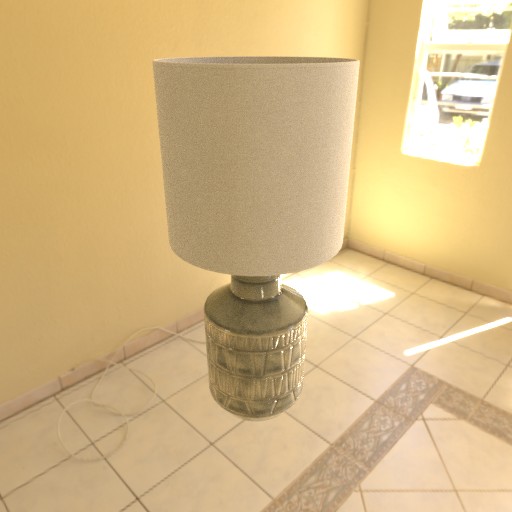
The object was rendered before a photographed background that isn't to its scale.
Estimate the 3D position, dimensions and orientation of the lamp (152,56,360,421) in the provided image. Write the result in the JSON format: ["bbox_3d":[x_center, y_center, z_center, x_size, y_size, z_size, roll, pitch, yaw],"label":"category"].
[{"bbox_3d":[0.000,0.000,0.560,0.211,0.455,0.211,17,31,31],"label":"lamp"}]
